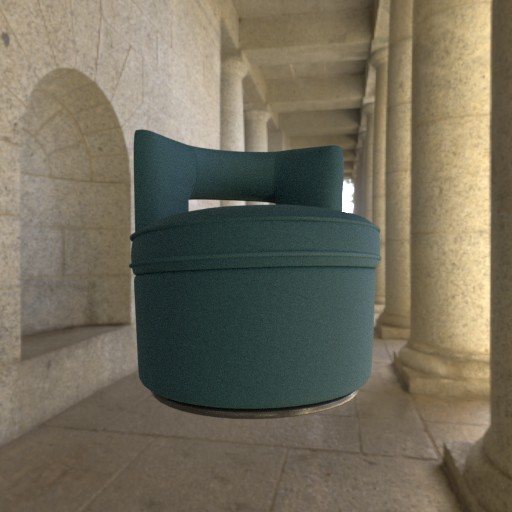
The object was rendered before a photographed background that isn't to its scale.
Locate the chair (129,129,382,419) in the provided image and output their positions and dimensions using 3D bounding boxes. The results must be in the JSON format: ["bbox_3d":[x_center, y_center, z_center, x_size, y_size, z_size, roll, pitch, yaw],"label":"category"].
[{"bbox_3d":[0.000,0.000,1.241,0.684,0.711,0.660,0,1,-18],"label":"chair"}]
